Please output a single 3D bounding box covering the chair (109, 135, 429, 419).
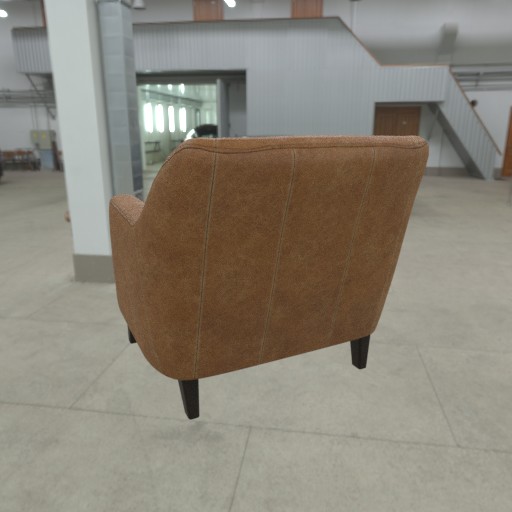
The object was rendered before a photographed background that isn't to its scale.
[{"bbox_3d":[0.000,0.000,1.841,1.037,0.980,1.034,-8,18,-26],"label":"chair"}]
